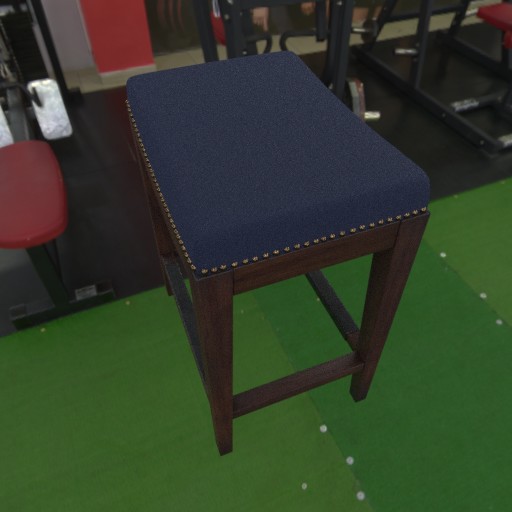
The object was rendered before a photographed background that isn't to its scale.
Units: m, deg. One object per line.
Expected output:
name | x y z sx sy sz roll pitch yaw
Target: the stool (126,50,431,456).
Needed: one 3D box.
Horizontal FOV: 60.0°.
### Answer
stool | 0.000 0.000 0.931 0.361 0.642 0.500 -16 49 -14
